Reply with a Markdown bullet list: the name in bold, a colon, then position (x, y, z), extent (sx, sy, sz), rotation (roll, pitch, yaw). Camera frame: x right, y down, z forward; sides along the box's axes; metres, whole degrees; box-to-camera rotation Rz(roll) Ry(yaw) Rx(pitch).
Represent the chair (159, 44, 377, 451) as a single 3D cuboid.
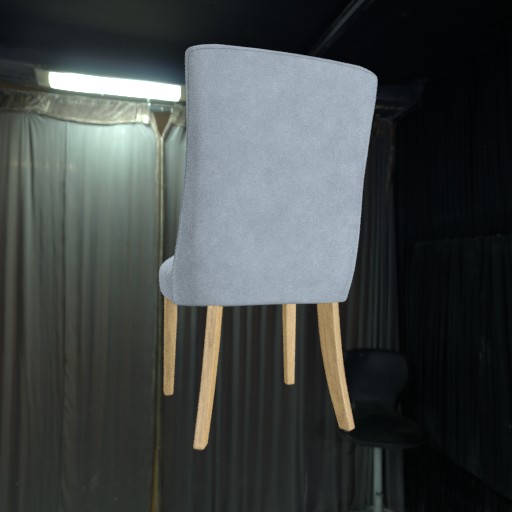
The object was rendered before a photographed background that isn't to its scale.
- **chair**: position (0.000, 0.000, 1.251), extent (0.495, 0.902, 0.610), rotation (0, -1, -18)
